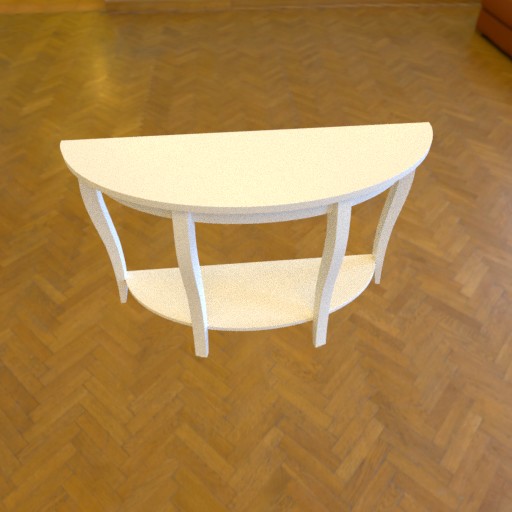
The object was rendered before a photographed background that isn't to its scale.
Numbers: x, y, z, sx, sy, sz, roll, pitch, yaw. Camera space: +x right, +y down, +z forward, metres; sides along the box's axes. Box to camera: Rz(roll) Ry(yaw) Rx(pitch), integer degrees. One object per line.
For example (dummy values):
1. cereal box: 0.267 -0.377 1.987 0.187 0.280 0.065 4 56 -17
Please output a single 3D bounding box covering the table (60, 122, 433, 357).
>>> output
1. table: 0.000 0.000 1.606 1.219 0.780 0.394 -4 46 -4
